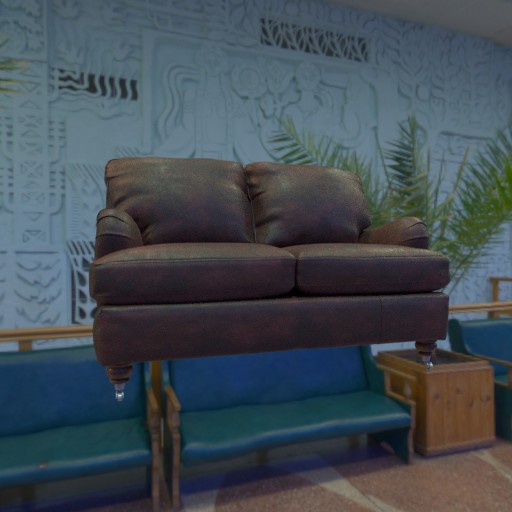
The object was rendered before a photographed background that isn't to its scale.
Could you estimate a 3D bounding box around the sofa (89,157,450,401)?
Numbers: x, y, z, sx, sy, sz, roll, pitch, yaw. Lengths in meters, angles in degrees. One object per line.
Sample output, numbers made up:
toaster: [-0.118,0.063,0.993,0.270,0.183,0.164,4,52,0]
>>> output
sofa: [0.000,0.000,2.363,1.628,1.070,1.148,0,1,-18]
